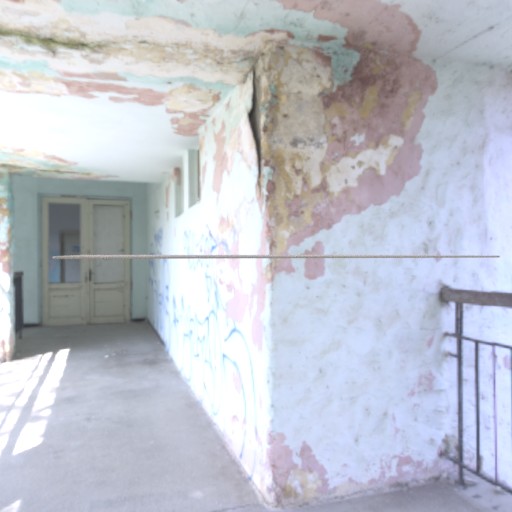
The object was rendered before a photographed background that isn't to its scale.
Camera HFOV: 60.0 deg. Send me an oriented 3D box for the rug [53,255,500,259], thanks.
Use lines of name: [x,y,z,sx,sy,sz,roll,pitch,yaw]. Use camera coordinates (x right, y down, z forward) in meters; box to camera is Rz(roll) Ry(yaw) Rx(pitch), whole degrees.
rug: [0.000,0.000,4.004,3.050,0.015,2.441,0,0,-17]
